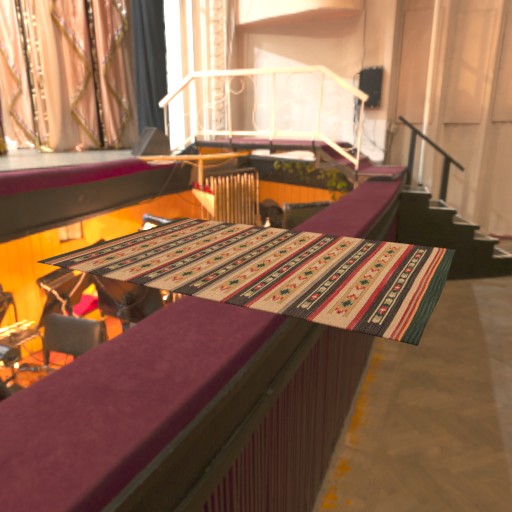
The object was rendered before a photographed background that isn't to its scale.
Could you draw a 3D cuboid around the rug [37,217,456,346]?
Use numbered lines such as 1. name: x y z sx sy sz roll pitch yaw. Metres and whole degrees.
1. rug: 0.000 0.000 2.304 1.825 0.009 1.221 9 19 27
